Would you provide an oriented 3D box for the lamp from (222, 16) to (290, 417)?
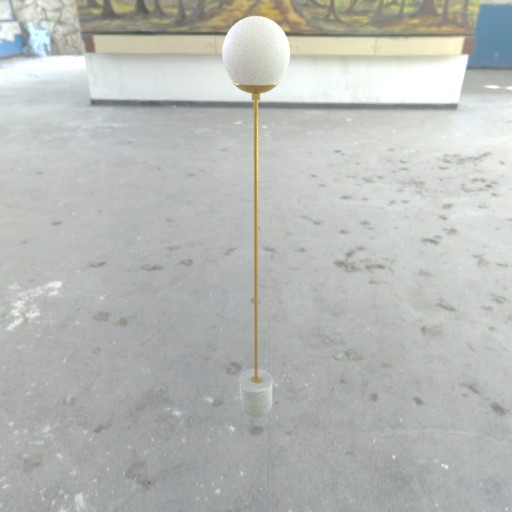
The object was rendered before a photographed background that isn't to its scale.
[{"bbox_3d":[0.000,0.000,1.841,0.224,1.753,0.224,1,30,2],"label":"lamp"}]
